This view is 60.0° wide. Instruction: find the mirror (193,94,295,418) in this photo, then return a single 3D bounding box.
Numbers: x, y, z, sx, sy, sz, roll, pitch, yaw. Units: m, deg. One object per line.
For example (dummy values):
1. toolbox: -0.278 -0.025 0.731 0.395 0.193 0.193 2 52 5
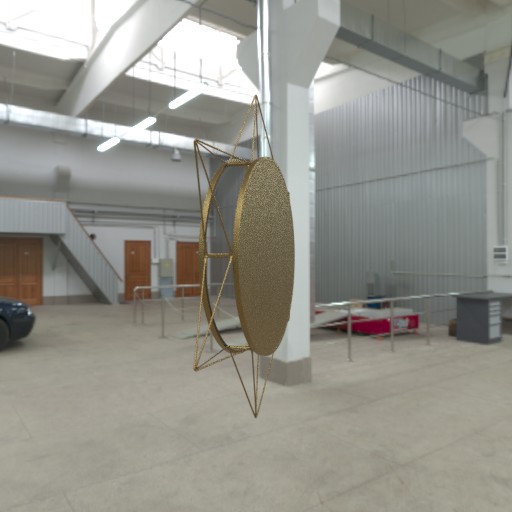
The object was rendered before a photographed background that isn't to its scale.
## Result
1. mirror: 0.000 0.000 0.796 0.062 0.581 0.498 0 0 18
